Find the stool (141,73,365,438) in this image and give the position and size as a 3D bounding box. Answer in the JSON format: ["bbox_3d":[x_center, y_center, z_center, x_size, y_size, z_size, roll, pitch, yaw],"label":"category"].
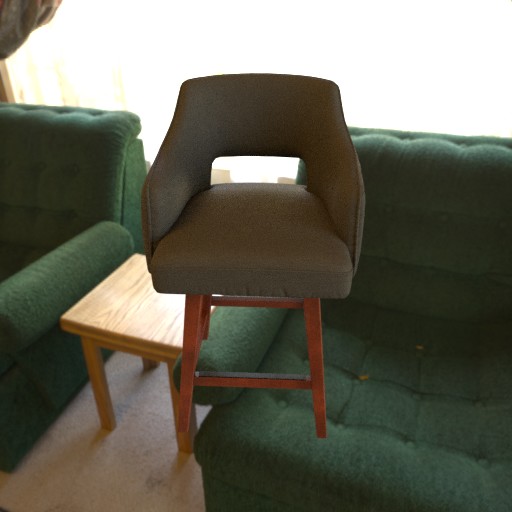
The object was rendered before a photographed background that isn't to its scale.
[{"bbox_3d":[0.000,0.000,1.272,0.548,0.912,0.558,1,30,2],"label":"stool"}]
